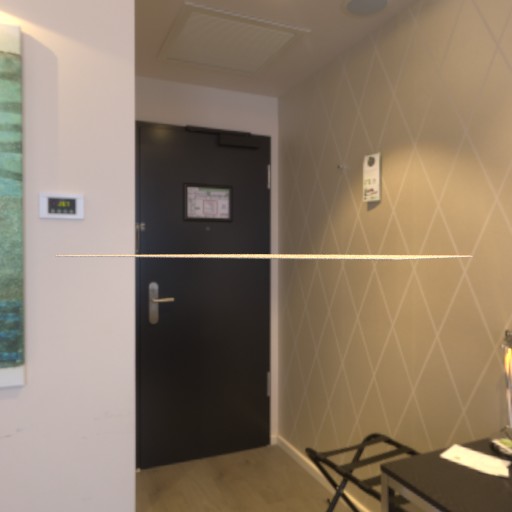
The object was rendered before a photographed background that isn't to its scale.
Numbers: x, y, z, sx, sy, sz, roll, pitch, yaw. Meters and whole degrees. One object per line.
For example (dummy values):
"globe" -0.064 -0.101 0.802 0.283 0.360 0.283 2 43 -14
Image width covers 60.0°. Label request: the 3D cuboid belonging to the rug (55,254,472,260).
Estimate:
"rug" 0.000 0.000 3.028 2.435 0.012 1.529 0 1 36
